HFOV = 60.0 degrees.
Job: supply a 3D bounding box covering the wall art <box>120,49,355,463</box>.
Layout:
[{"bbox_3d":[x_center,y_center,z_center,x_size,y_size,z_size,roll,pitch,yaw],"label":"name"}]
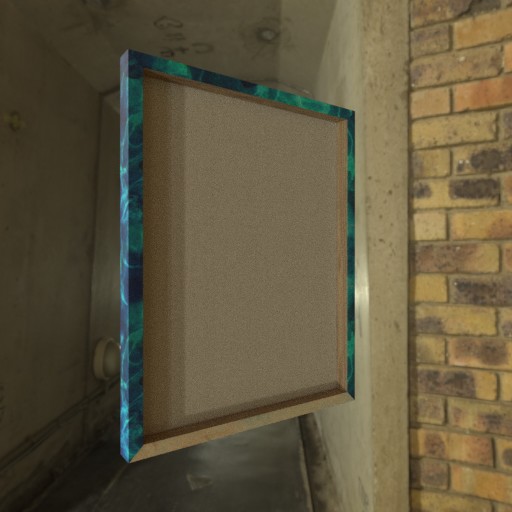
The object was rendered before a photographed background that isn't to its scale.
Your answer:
[{"bbox_3d":[0.000,0.000,0.842,0.508,0.635,0.038,0,0,-35],"label":"wall art"}]
